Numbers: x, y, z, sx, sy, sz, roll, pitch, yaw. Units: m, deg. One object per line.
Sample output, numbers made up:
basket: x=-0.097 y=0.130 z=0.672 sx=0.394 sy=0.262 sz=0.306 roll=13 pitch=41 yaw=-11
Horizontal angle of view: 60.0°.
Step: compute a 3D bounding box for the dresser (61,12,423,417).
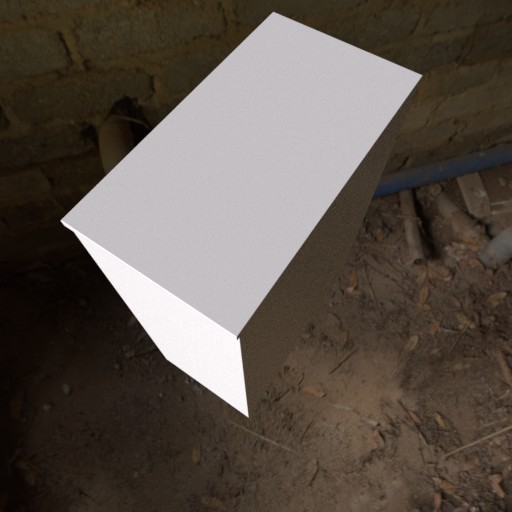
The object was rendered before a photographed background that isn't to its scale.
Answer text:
dresser: x=0.000 y=0.000 z=1.335 sx=0.401 sy=1.021 sz=0.704 roll=31 pitch=67 yaw=15
